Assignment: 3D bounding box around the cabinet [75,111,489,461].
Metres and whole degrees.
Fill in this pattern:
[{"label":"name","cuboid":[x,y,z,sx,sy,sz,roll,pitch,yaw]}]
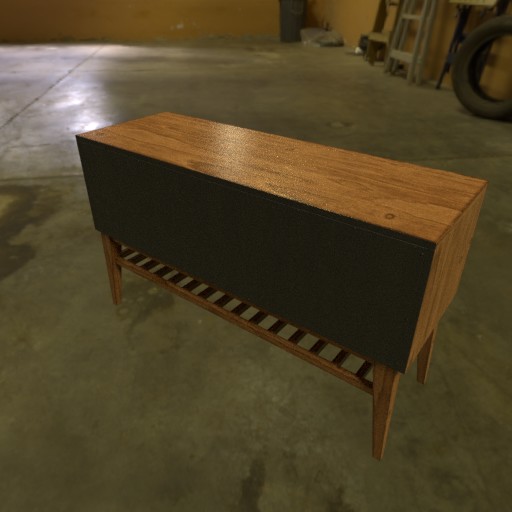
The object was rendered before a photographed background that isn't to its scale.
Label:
[{"label":"cabinet","cuboid":[0.000,0.000,1.699,1.363,0.802,0.477,22,38,31]}]
